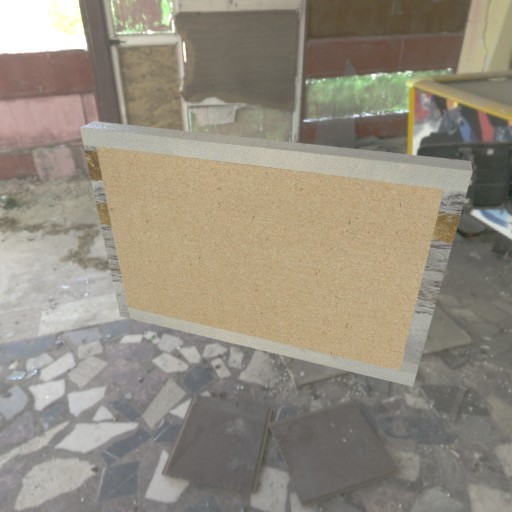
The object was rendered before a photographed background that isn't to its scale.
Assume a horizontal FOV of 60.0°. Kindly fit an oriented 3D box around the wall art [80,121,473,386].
[{"bbox_3d":[0.000,0.000,0.780,0.606,0.407,0.041,10,34,16],"label":"wall art"}]
